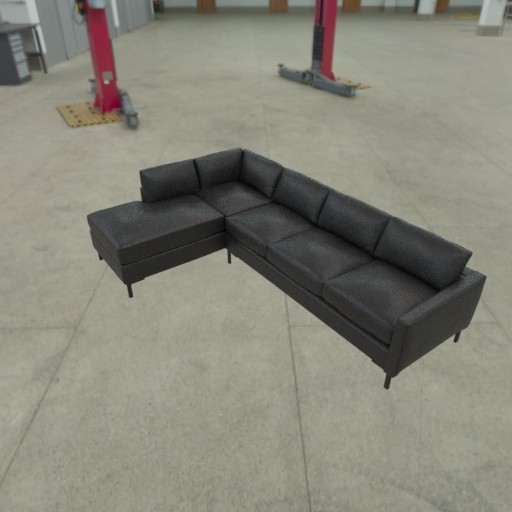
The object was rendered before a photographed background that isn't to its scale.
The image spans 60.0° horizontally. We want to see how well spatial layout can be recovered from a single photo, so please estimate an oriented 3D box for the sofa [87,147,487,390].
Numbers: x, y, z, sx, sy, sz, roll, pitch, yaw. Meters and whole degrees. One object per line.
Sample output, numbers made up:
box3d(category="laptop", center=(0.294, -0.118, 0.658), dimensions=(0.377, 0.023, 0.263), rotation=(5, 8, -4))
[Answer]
box3d(category="sofa", center=(0.000, 0.000, 3.799), dimensions=(1.938, 0.877, 2.984), rotation=(-21, 38, -30))
